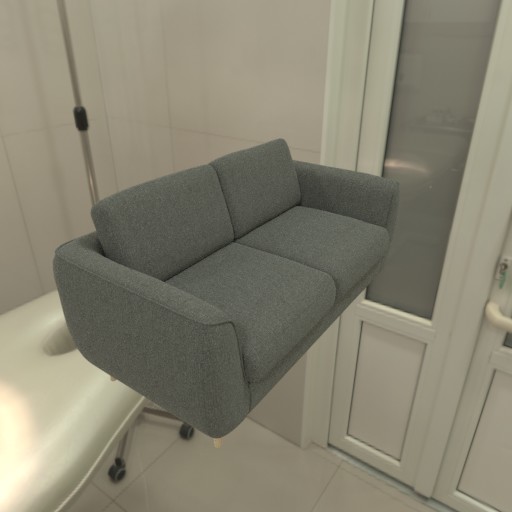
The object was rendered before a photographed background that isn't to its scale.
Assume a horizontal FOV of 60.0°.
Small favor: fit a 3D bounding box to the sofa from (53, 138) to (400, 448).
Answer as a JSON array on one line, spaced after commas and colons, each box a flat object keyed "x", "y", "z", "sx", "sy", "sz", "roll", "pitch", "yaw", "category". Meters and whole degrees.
[{"x": 0.000, "y": 0.000, "z": 2.186, "sx": 0.920, "sy": 0.870, "sz": 1.700, "roll": 18, "pitch": 33, "yaw": 31, "category": "sofa"}]
